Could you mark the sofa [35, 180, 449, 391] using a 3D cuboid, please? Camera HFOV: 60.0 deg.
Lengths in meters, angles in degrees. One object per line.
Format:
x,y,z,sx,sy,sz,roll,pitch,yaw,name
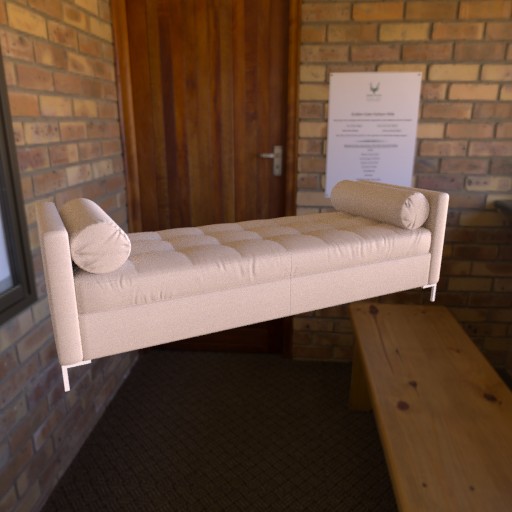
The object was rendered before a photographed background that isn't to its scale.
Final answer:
0.000,0.000,2.301,1.981,0.635,0.686,-8,18,-26,sofa
